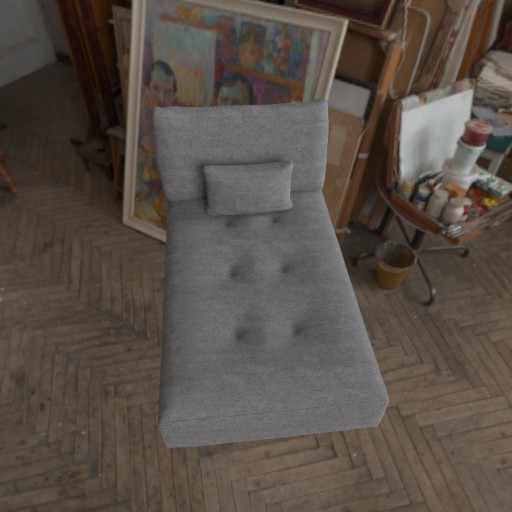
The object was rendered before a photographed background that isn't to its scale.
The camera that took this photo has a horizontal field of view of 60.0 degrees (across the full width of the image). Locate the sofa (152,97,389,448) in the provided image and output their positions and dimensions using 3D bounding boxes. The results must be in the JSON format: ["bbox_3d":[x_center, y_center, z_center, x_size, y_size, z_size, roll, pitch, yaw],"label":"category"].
[{"bbox_3d":[0.000,0.000,2.080,0.930,0.820,1.450,-4,47,-4],"label":"sofa"}]
